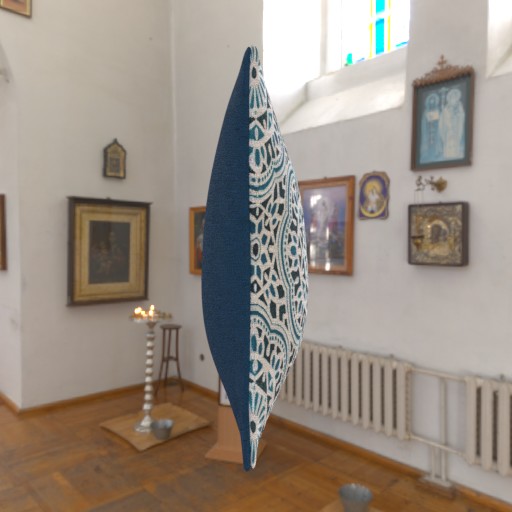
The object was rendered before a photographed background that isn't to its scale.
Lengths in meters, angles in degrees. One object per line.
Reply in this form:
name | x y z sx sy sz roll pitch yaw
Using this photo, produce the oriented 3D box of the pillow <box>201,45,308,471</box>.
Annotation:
pillow | 0.000 0.000 0.644 0.145 0.420 0.440 0 -1 1
